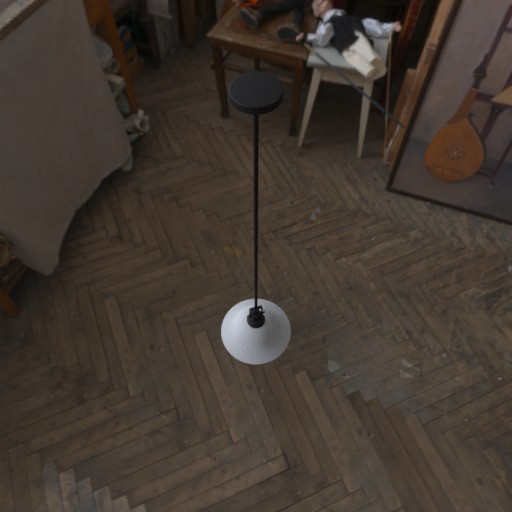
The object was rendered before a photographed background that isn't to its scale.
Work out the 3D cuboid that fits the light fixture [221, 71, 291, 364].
[{"bbox_3d":[0.000,0.000,1.489,0.324,1.337,0.324,-15,60,-9],"label":"light fixture"}]
